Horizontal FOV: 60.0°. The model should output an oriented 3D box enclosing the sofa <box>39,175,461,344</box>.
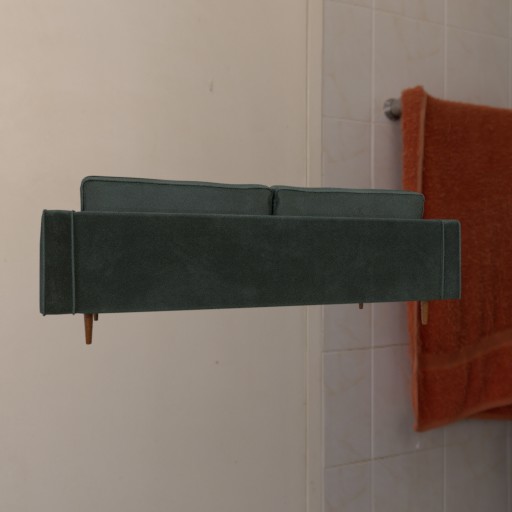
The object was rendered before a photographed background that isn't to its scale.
[{"bbox_3d":[0.000,0.000,2.607,2.214,0.781,0.886,0,1,-17],"label":"sofa"}]
